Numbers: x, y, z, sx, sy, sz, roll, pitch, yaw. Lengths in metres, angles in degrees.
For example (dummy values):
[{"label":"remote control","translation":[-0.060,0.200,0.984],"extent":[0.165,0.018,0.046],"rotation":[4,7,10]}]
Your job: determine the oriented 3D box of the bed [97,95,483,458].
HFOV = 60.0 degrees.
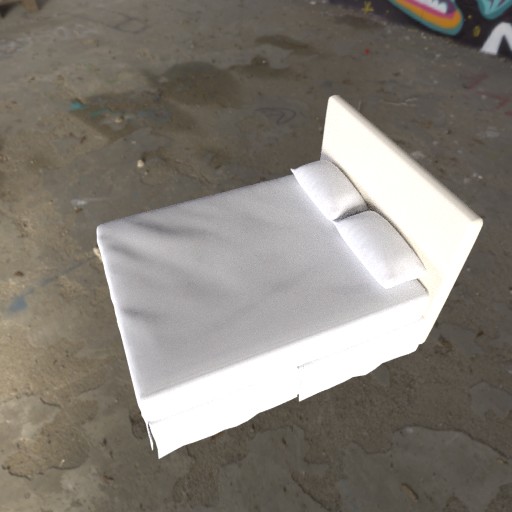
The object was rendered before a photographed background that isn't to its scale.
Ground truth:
[{"label":"bed","translation":[0.000,0.000,3.186],"extent":[2.142,1.330,1.713],"rotation":[-17,49,-15]}]
